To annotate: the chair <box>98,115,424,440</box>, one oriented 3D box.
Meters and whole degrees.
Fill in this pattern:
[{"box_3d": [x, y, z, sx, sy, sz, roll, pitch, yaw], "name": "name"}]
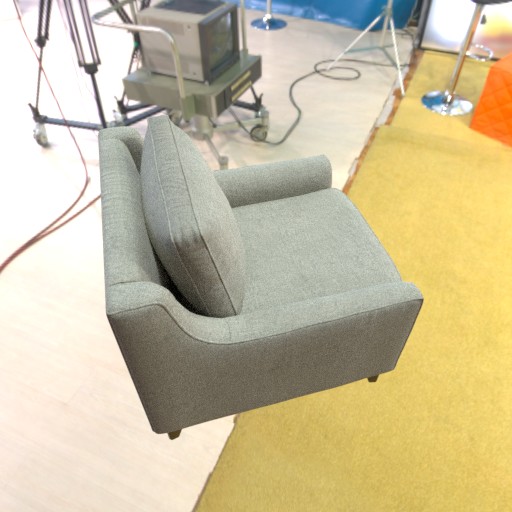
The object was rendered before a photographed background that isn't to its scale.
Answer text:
[{"box_3d": [0.000, 0.000, 1.580, 0.918, 0.864, 0.838, -11, 47, -11], "name": "chair"}]
